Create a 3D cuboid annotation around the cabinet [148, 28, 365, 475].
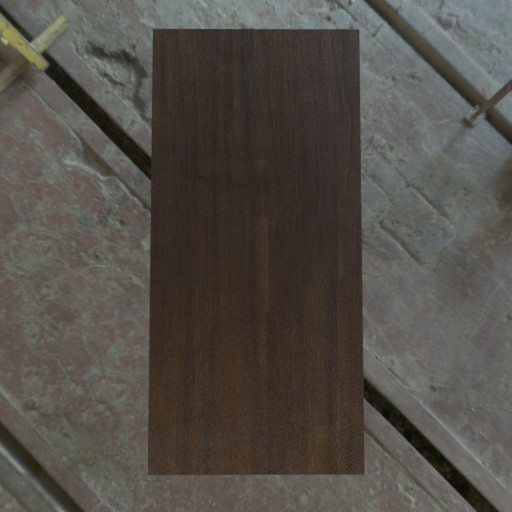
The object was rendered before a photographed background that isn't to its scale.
[{"bbox_3d":[0.000,0.000,1.064,0.354,0.654,0.743,0,87,0],"label":"cabinet"}]
